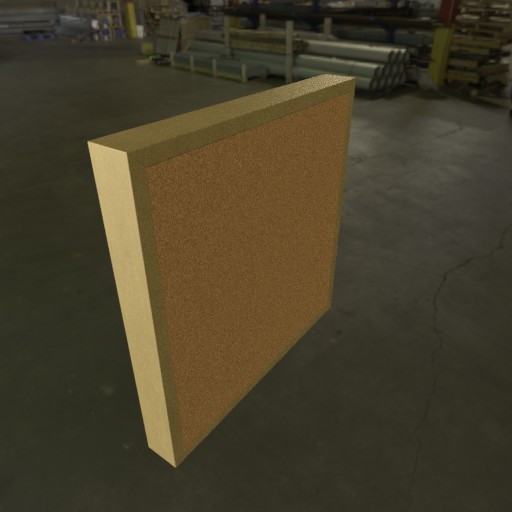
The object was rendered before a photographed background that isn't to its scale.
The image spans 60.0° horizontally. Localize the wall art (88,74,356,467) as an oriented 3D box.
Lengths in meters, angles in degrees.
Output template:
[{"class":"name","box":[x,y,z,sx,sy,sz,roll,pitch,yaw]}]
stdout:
[{"class":"wall art","box":[0.000,0.000,0.452,0.038,0.305,0.305,21,37,30]}]
